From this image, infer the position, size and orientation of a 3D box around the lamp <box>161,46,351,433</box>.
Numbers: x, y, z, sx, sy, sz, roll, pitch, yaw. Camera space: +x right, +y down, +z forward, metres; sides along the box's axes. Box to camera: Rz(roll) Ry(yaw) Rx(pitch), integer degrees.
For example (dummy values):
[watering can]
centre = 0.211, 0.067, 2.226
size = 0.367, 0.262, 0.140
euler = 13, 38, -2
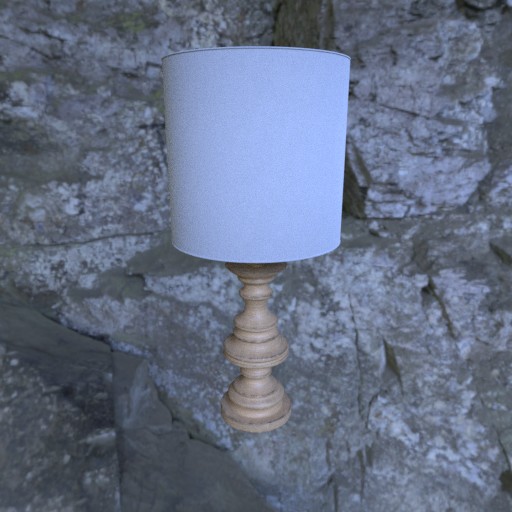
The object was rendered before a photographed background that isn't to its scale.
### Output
[lamp]
centre = 0.000, 0.000, 0.563
size = 0.208, 0.455, 0.208
euler = 3, 17, 9
